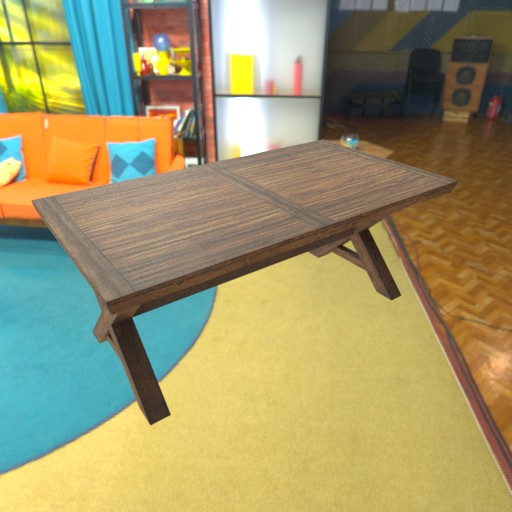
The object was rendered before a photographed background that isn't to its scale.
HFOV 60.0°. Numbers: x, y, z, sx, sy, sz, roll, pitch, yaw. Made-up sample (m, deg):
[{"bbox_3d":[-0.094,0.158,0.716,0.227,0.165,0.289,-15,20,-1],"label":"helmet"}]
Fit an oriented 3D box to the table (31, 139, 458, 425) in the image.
[{"bbox_3d":[0.000,0.000,2.507,1.966,0.793,1.071,-19,35,-31],"label":"table"}]
